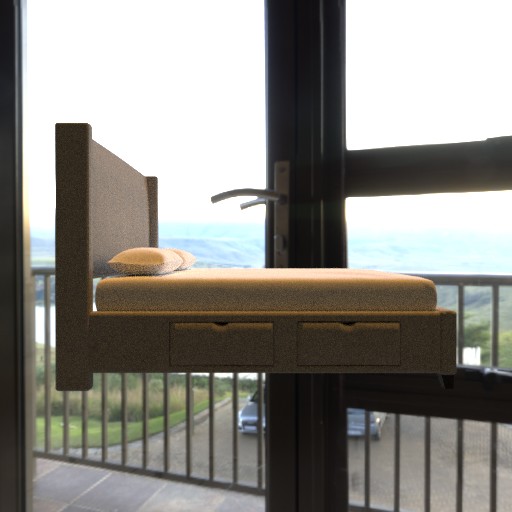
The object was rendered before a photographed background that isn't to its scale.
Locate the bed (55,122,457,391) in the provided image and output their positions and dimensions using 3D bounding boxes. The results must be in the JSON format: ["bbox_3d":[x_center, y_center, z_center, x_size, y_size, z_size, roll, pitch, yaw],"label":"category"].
[{"bbox_3d":[0.000,0.000,3.316,2.222,1.491,1.774,0,0,0],"label":"bed"}]
